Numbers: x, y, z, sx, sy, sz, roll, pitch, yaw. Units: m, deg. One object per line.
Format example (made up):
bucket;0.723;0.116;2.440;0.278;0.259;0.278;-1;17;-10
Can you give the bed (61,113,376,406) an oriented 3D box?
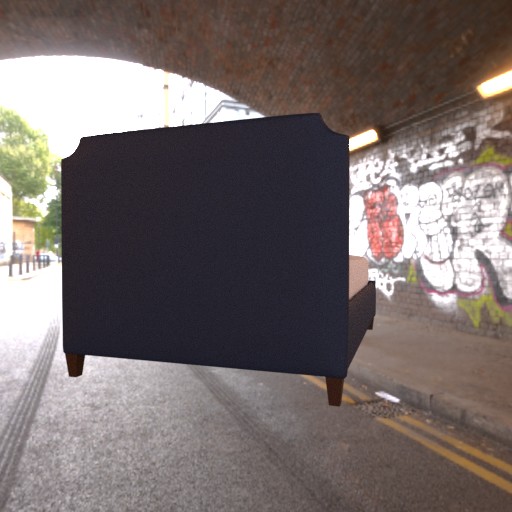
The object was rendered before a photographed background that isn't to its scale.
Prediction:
bed;0.000;0.000;3.482;1.712;1.443;2.372;0;1;19
